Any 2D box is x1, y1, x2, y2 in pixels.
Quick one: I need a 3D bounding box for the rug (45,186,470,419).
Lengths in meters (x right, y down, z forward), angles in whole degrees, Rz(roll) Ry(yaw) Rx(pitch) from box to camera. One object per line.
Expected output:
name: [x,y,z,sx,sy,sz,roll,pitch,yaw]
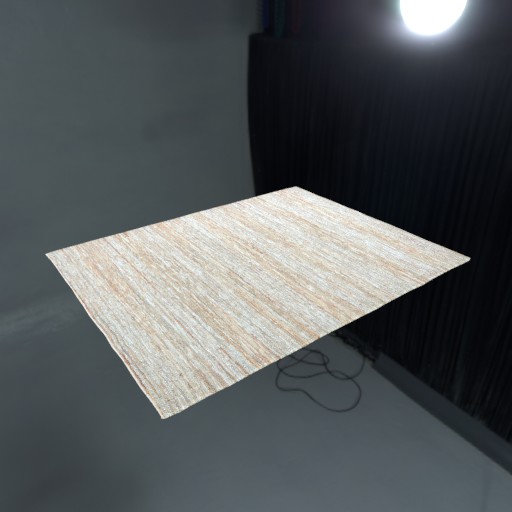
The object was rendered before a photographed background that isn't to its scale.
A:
rug: [0.000,0.000,3.877,2.939,0.009,2.313,-20,34,-32]
